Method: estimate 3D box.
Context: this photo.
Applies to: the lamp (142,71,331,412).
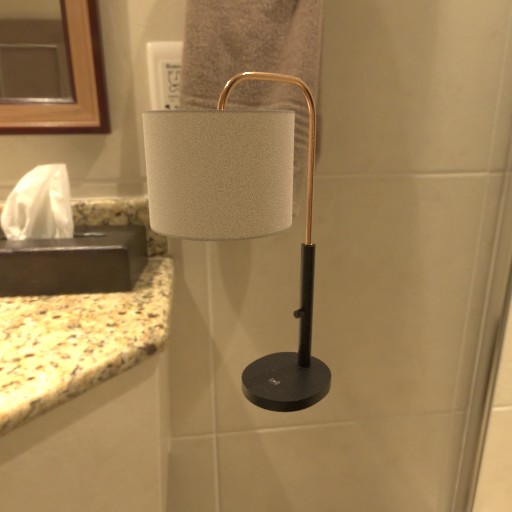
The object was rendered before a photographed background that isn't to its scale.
[{"bbox_3d":[0.000,0.000,0.699,0.199,0.540,0.337,16,23,42],"label":"lamp"}]
